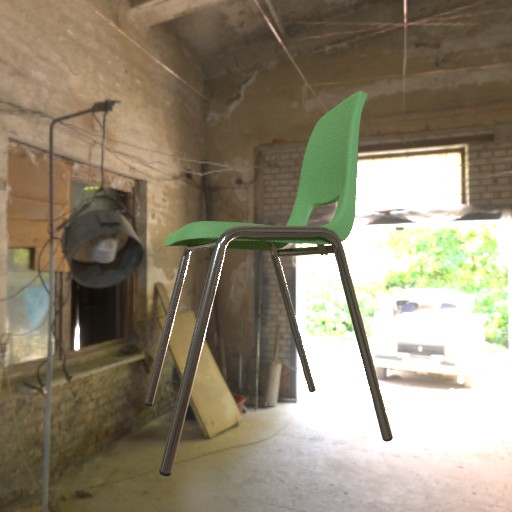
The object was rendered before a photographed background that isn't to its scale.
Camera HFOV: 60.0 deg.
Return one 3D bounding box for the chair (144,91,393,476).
[{"bbox_3d":[0.000,0.000,0.943,0.436,0.704,0.381,0,-1,-18],"label":"chair"}]
